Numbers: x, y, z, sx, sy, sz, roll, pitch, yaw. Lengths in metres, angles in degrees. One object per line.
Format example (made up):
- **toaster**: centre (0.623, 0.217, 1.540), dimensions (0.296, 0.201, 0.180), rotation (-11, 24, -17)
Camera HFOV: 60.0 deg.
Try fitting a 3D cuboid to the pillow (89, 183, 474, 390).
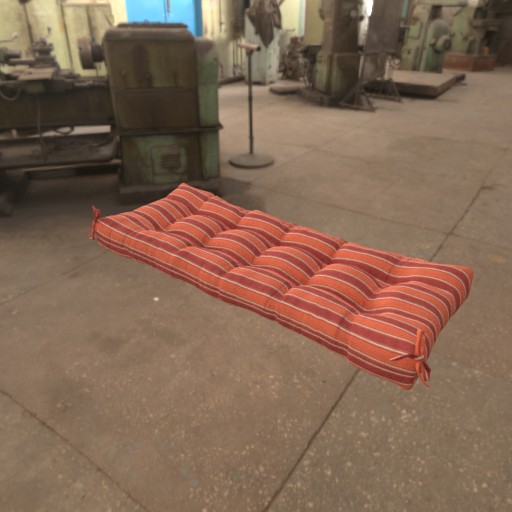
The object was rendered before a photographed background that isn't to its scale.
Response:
- **pillow**: centre (0.000, 0.000, 1.353), dimensions (1.194, 0.174, 0.511), rotation (20, 36, 32)
